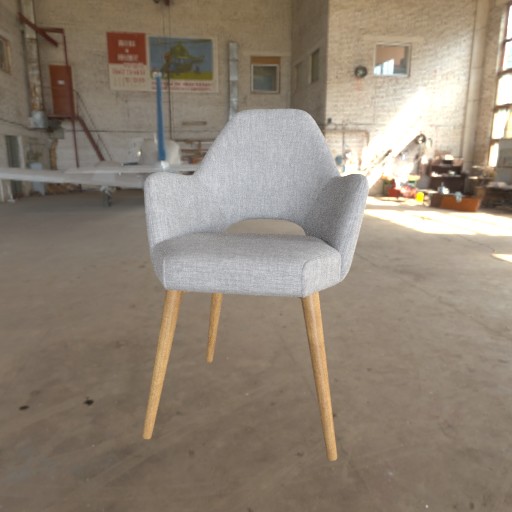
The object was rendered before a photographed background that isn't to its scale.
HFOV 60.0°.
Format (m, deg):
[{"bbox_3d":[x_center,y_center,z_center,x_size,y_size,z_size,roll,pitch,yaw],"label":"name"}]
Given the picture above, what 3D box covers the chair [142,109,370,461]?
[{"bbox_3d":[0.000,0.000,1.243,0.590,0.840,0.610,2,13,10],"label":"chair"}]
